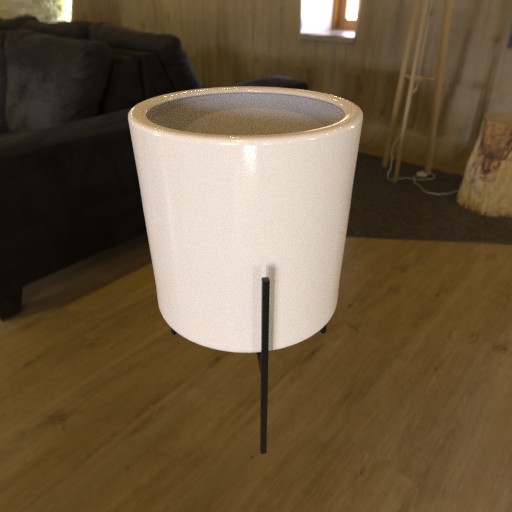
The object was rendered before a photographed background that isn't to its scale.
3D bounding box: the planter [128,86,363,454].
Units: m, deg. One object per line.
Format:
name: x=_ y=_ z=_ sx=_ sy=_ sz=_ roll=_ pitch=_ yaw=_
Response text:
planter: x=0.000 y=0.000 z=0.654 sx=0.308 sy=0.431 sz=0.307 roll=-18 pitch=35 yaw=-28
